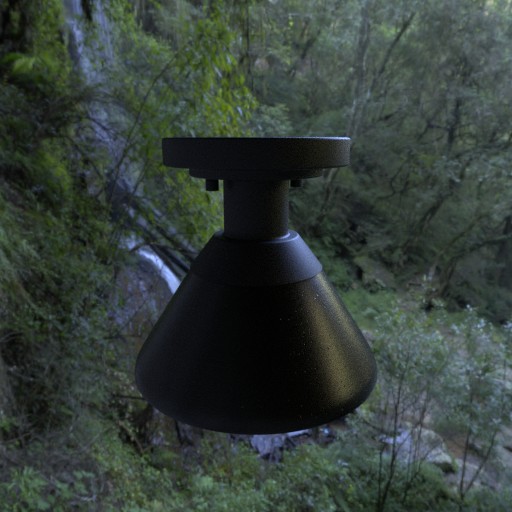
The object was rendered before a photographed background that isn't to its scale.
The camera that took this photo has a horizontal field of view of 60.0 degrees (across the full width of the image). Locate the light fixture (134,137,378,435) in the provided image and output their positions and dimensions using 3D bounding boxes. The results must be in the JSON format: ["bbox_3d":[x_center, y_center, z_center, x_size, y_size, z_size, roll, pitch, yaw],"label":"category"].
[{"bbox_3d":[0.000,0.000,0.356,0.200,0.183,0.200,0,15,0],"label":"light fixture"}]
